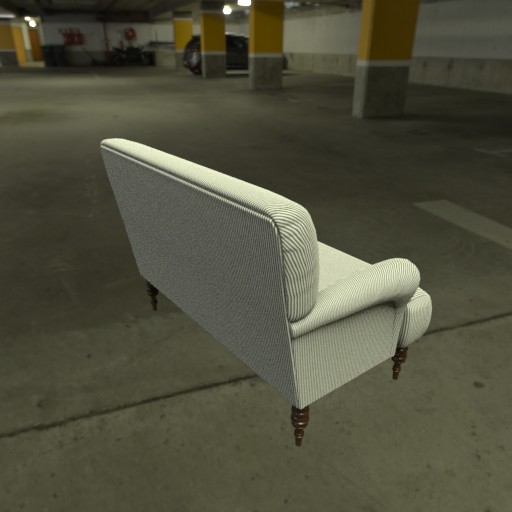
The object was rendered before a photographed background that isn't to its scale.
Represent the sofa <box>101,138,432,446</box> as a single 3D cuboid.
[{"bbox_3d":[0.000,0.000,1.843,0.779,0.889,1.297,-19,31,-34],"label":"sofa"}]
